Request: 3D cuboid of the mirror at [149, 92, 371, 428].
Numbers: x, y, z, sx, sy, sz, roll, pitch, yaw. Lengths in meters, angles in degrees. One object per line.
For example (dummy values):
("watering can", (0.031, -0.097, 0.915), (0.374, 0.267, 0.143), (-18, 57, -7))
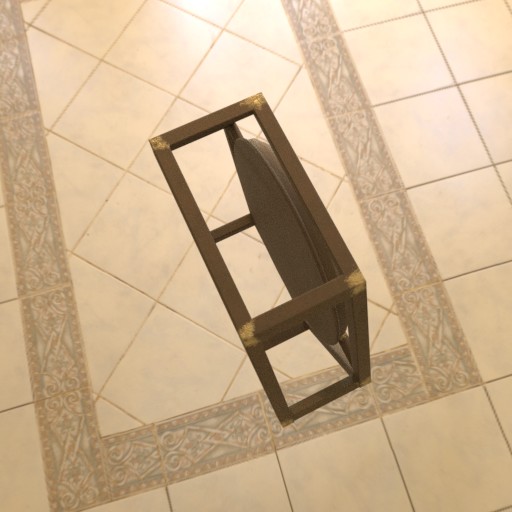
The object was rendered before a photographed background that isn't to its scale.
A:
("mirror", (0.000, 0.000, 0.540), (0.119, 0.334, 0.380), (-25, 77, -6))
